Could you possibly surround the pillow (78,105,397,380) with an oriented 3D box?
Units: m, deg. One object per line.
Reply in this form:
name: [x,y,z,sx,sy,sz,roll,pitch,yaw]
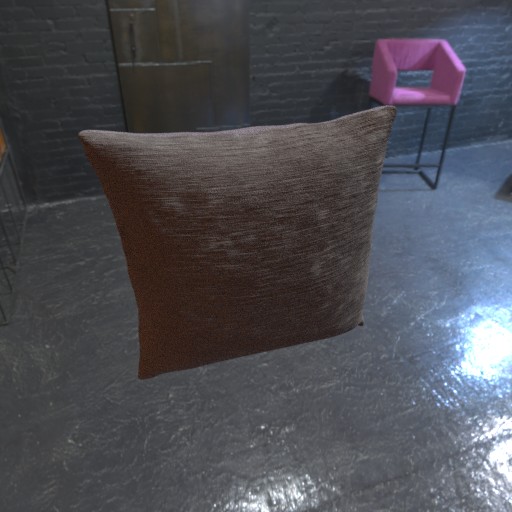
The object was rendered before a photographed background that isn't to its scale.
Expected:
pillow: [0.000,0.000,0.709,0.452,0.439,0.204,-10,34,-15]
